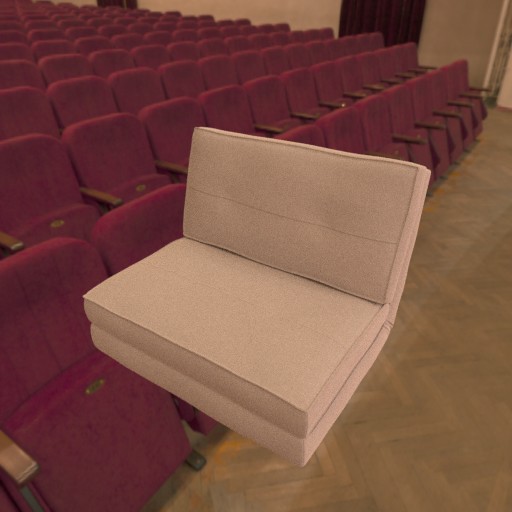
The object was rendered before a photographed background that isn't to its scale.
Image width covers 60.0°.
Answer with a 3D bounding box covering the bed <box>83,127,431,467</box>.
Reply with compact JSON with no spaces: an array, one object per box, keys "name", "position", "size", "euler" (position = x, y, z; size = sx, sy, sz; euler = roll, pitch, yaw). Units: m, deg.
[{"name":"bed","position":[0.000,0.000,1.354],"size":[0.799,0.614,0.749],"euler":[19,35,29]}]
